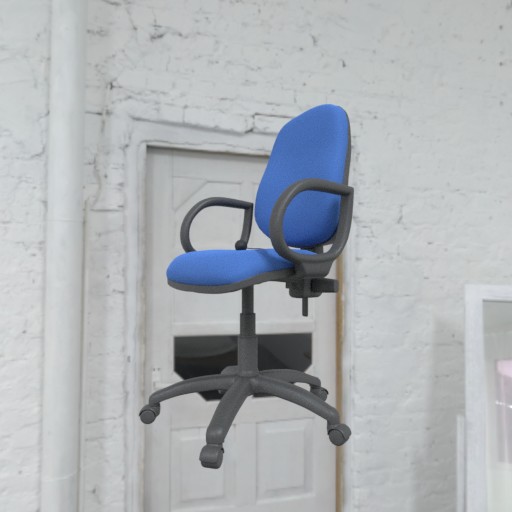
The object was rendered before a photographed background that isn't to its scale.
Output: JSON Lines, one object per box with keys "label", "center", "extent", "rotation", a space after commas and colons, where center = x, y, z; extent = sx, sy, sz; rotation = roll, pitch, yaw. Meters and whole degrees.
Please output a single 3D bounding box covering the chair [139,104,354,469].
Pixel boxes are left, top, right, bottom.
{"label": "chair", "center": [0.000, 0.000, 1.227], "extent": [0.549, 0.905, 0.552], "rotation": [0, 0, -38]}
